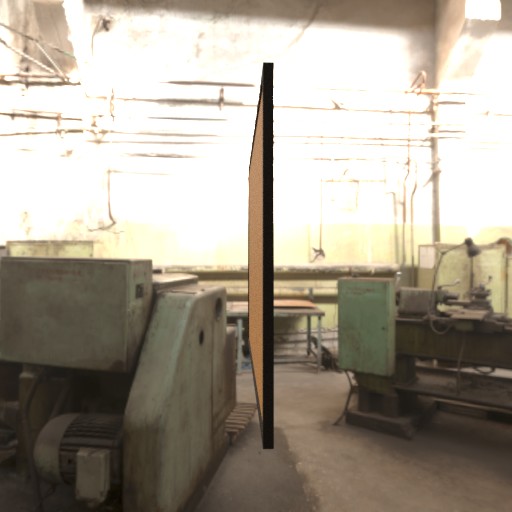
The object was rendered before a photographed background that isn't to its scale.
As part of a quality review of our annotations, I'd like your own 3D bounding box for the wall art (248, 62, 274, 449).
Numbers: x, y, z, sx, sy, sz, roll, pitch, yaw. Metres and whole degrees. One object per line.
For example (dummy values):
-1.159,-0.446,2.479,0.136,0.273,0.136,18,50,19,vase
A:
0.000,0.000,0.857,0.013,0.458,0.664,0,0,-3,wall art
